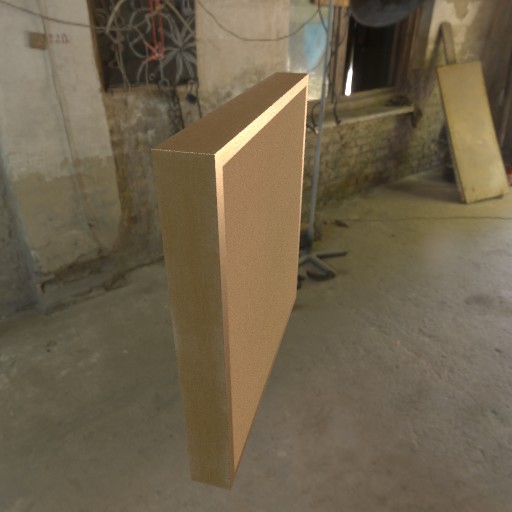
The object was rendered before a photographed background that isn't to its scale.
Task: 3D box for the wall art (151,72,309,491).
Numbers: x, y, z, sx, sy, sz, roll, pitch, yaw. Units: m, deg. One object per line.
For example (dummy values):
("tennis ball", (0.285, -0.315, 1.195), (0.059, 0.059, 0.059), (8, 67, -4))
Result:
("wall art", (0.000, 0.000, 0.448), (0.038, 0.305, 0.306), (8, 31, 13))
